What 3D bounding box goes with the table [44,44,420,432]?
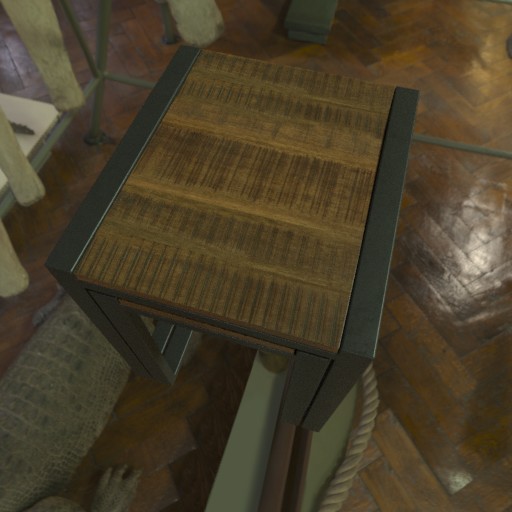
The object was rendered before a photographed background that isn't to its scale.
[{"bbox_3d":[0.000,0.000,0.921,0.449,0.550,0.500,15,61,8],"label":"table"}]
